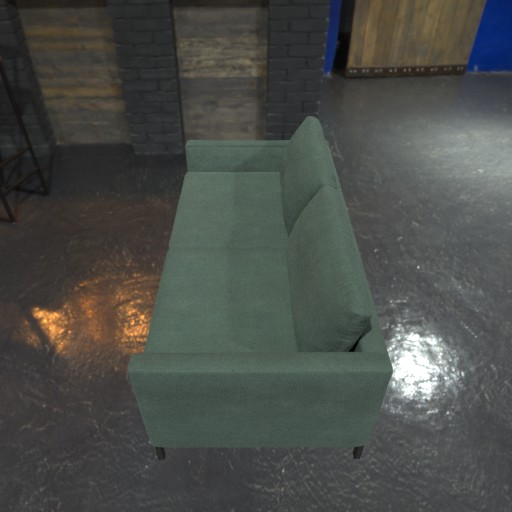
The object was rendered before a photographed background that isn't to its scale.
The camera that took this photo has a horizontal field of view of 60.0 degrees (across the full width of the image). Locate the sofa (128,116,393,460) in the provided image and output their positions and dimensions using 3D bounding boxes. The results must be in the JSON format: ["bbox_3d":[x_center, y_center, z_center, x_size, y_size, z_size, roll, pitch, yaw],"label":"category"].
[{"bbox_3d":[0.000,0.000,2.161,0.875,0.817,1.676,0,40,0],"label":"sofa"}]
